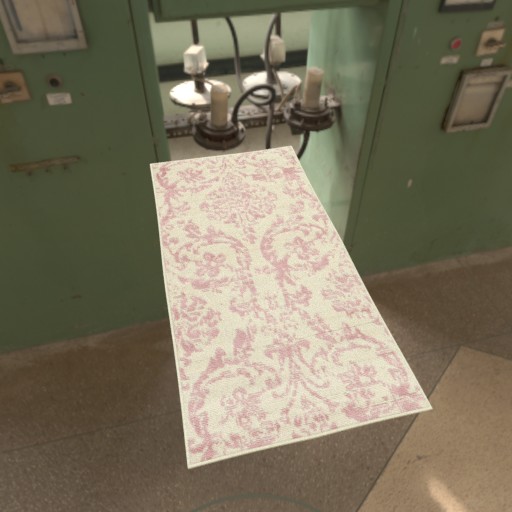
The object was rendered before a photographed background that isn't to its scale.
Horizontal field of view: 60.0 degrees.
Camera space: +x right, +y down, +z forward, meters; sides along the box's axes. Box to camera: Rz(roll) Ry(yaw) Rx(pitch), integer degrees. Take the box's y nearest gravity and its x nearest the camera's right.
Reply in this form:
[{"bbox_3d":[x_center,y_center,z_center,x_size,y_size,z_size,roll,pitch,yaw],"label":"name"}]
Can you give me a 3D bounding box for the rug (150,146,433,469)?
[{"bbox_3d":[0.000,0.000,1.451,0.604,0.007,1.219,-10,47,-9],"label":"rug"}]
